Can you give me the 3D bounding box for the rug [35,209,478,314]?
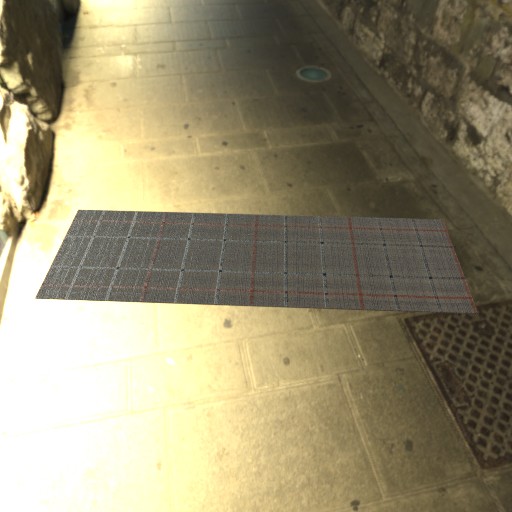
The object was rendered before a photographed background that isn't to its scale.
[{"bbox_3d":[0.000,0.000,2.699,2.439,0.008,0.762,2,46,2],"label":"rug"}]
